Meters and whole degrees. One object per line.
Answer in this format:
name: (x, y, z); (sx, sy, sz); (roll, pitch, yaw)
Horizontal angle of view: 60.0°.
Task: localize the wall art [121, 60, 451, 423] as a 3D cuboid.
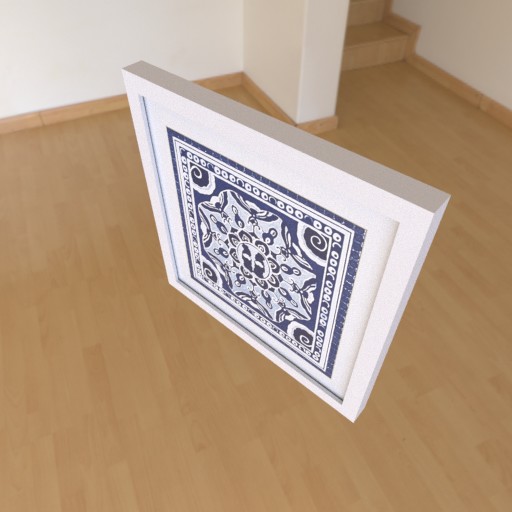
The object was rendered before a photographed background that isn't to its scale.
wall art: (0.000, 0.000, 0.526); (0.355, 0.355, 0.027); (32, 55, 27)
